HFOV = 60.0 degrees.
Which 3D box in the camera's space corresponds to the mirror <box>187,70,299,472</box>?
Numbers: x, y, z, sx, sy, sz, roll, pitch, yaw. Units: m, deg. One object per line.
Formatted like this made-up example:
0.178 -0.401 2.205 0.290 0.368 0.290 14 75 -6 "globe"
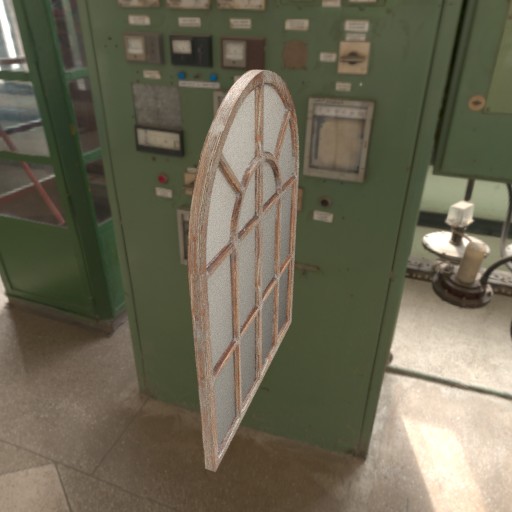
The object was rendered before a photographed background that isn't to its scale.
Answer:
0.000 0.000 1.183 0.032 0.920 0.660 11 31 18 "mirror"
